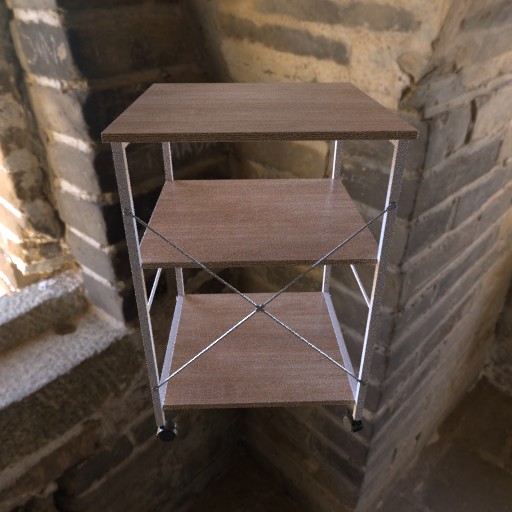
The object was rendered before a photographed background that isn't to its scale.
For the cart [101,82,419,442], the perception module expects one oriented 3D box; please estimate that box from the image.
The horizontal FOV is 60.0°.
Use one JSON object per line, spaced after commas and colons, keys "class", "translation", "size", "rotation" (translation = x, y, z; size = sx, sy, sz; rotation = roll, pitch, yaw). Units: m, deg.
{"class": "cart", "translation": [0.000, 0.000, 1.139], "size": [0.521, 0.762, 0.520], "rotation": [-1, 30, -2]}
